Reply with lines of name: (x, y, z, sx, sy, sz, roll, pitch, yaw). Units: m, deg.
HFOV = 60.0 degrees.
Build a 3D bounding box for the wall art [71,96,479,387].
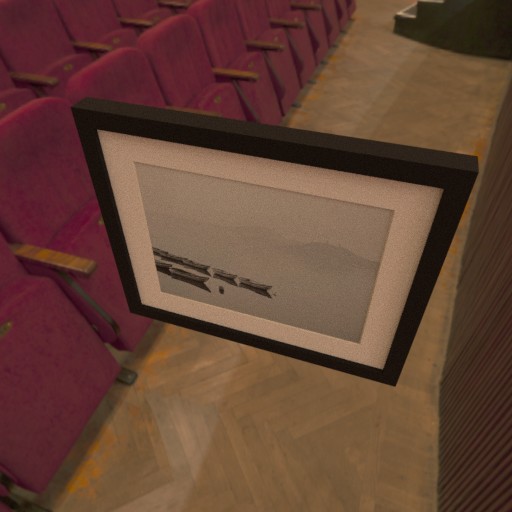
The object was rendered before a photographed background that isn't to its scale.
wall art: (0.000, 0.000, 0.531, 0.397, 0.325, 0.028, 13, 44, 14)
